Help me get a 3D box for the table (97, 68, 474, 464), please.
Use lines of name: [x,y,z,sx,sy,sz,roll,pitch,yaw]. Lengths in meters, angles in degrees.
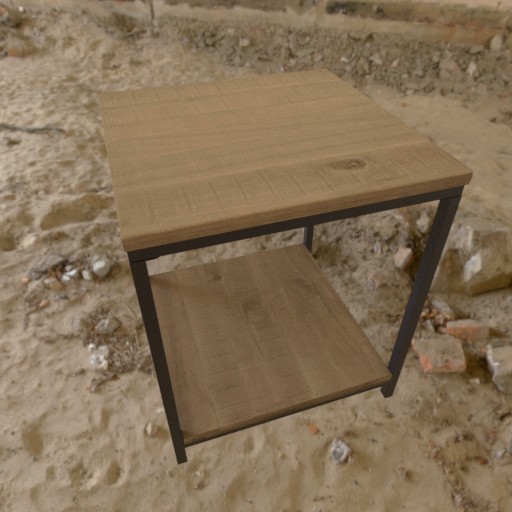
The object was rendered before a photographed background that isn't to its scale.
table: [0.000,0.000,0.961,0.507,0.589,0.503,-12,41,-14]
